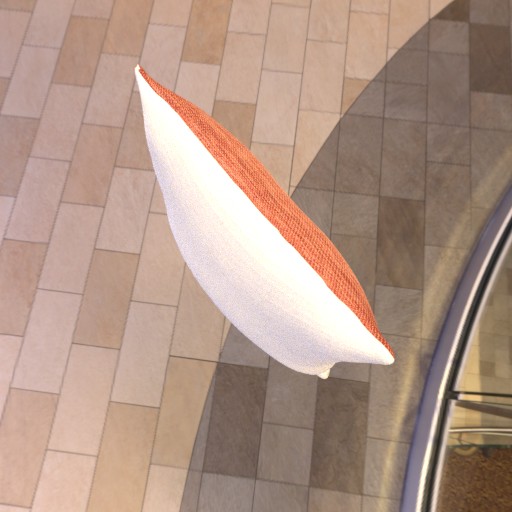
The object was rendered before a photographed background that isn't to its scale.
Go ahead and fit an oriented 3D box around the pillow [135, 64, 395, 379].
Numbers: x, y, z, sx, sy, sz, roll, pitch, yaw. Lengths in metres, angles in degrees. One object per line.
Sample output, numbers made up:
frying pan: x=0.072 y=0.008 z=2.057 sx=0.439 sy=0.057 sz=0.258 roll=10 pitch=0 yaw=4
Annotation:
pillow: x=0.000 y=0.000 z=0.668 sx=0.182 sy=0.441 sz=0.440 roll=-38 pitch=78 yaw=-10
